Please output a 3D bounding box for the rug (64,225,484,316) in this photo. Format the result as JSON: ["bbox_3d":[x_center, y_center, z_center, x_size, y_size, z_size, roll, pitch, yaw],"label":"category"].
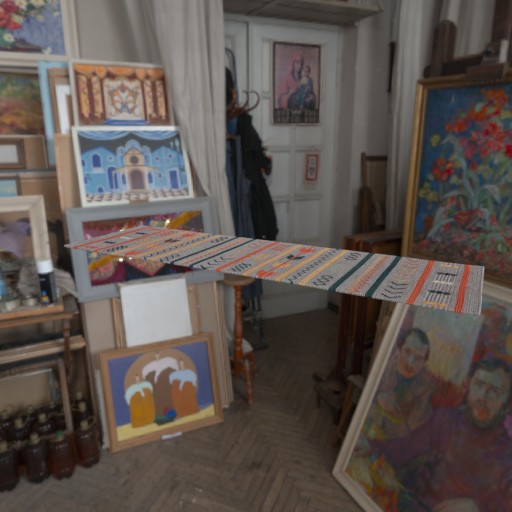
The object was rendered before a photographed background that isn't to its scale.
[{"bbox_3d":[0.000,0.000,2.632,2.419,0.022,0.744,8,17,27],"label":"rug"}]
